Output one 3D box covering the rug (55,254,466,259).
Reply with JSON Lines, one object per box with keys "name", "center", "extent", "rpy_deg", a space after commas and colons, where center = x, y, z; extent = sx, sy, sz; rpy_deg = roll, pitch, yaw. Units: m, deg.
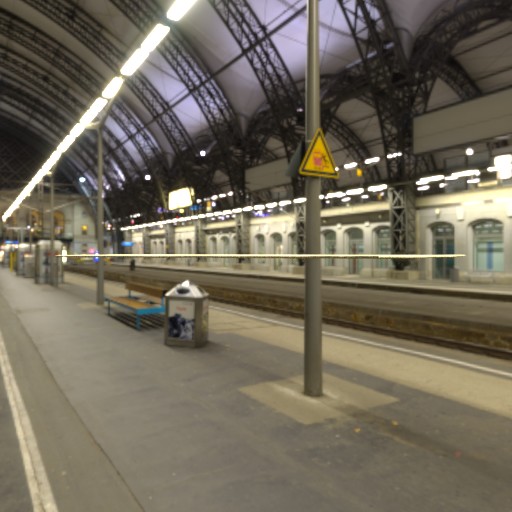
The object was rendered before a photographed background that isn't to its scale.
{"name": "rug", "center": [0.000, 0.000, 2.402], "extent": [1.850, 0.015, 1.250], "rpy_deg": [0, 0, 36]}
